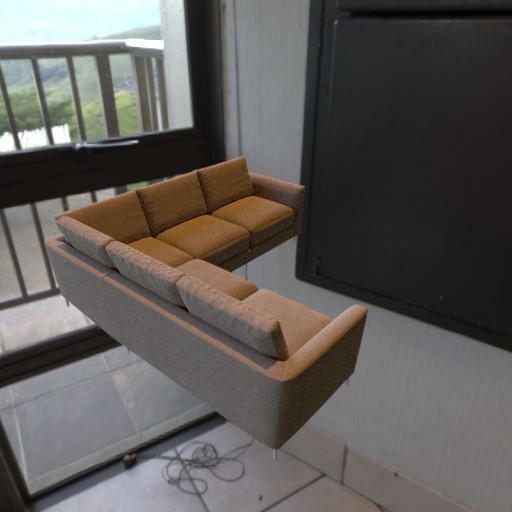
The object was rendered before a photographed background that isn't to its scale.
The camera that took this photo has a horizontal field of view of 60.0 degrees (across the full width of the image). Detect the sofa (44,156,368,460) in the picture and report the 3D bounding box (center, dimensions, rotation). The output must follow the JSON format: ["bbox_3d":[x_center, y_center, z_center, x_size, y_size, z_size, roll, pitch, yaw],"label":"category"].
[{"bbox_3d":[0.000,0.000,3.716,2.438,0.864,2.438,22,35,35],"label":"sofa"}]
